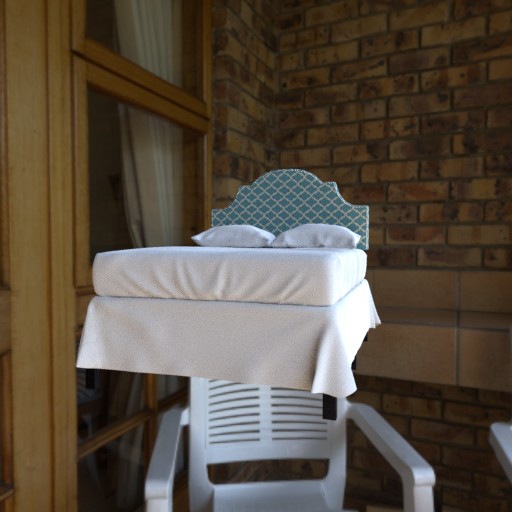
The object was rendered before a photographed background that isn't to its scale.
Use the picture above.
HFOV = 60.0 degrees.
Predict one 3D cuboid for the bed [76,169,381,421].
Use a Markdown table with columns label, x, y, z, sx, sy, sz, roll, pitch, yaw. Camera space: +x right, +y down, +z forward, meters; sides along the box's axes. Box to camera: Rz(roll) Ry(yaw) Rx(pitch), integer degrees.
| label | x | y | z | sx | sy | sz | roll | pitch | yaw |
| --- | --- | --- | --- | --- | --- | --- | --- | --- | --- |
| bed | 0.000 | 0.000 | 3.457 | 1.780 | 1.633 | 2.222 | 1 | 2 | 19 |
